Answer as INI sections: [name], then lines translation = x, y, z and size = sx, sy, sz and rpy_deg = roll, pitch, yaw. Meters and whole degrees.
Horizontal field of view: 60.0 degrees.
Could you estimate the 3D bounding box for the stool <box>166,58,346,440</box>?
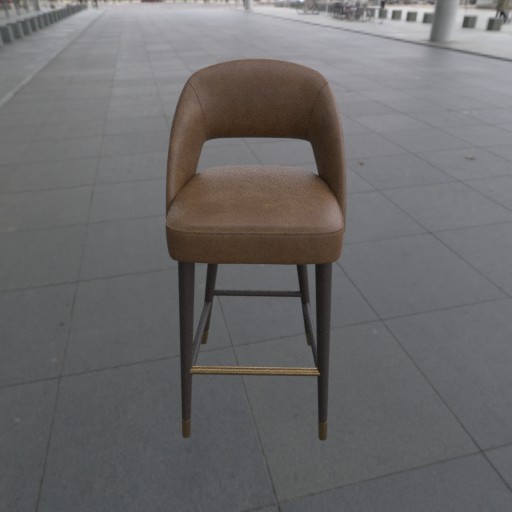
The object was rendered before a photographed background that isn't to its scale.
[stool]
translation = 0.000, 0.000, 1.336
size = 0.494, 1.037, 0.509
rpy_deg = 1, 31, 1
